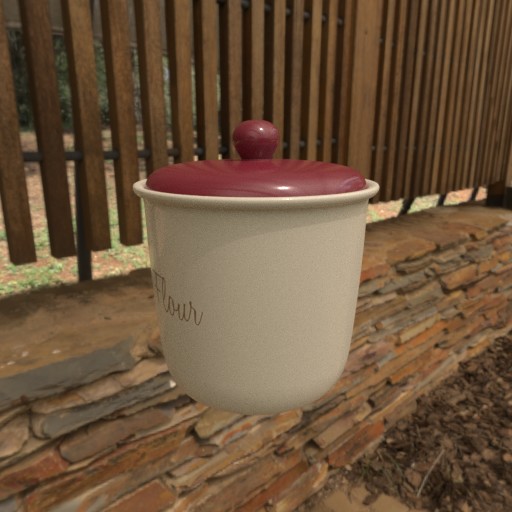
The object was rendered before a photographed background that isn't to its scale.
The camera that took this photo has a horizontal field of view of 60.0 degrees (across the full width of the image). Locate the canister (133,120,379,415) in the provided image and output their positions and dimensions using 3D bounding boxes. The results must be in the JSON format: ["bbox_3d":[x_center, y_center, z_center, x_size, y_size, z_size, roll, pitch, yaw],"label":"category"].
[{"bbox_3d":[0.000,0.000,0.354,0.182,0.208,0.182,0,16,0],"label":"canister"}]
